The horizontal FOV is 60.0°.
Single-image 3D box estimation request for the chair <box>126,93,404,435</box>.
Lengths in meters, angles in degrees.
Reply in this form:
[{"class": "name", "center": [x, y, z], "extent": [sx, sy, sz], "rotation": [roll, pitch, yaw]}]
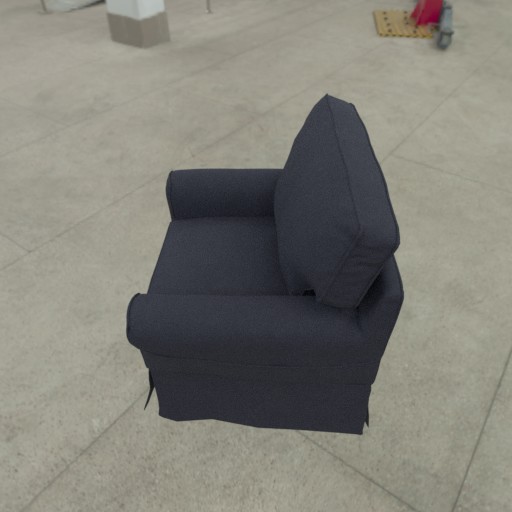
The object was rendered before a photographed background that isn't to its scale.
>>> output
[{"class": "chair", "center": [0.000, 0.000, 1.988], "extent": [1.002, 1.140, 1.119], "rotation": [1, 42, 1]}]
